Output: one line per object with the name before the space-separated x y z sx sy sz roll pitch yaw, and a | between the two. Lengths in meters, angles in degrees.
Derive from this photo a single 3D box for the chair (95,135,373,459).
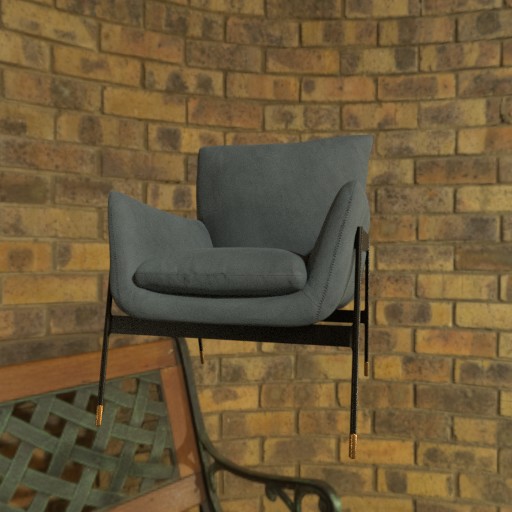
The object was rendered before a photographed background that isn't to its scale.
chair | 0.000 0.000 1.356 0.678 0.858 0.709 0 0 16
